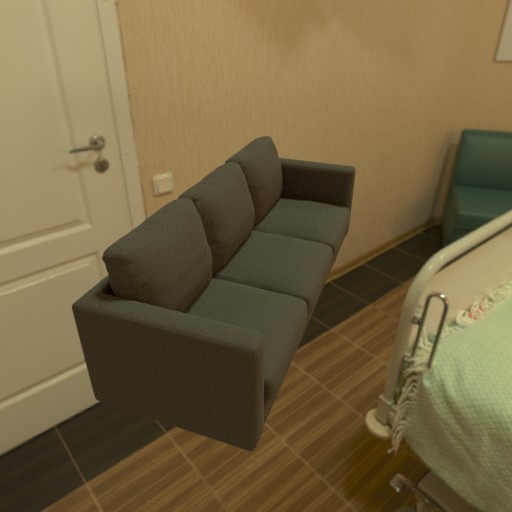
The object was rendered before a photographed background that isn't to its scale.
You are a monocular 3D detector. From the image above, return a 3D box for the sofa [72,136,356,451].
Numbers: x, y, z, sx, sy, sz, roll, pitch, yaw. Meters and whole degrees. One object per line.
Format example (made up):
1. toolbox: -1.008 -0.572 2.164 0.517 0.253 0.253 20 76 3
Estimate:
1. sofa: 0.000 0.000 2.542 0.802 0.912 2.029 11 32 18
